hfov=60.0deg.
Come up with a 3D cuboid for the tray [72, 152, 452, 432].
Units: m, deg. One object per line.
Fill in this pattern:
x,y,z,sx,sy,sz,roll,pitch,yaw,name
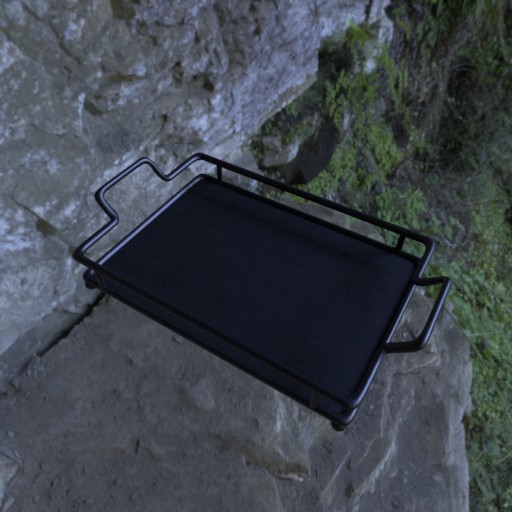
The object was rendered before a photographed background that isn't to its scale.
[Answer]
0.000,0.000,0.627,0.495,0.101,0.297,24,51,21,tray
